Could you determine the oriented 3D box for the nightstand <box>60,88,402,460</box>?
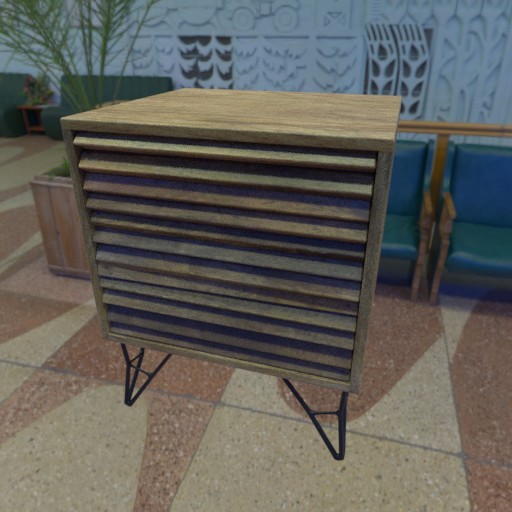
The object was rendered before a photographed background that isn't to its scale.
[{"bbox_3d":[0.000,0.000,0.860,0.457,0.559,0.406,8,28,16],"label":"nightstand"}]
